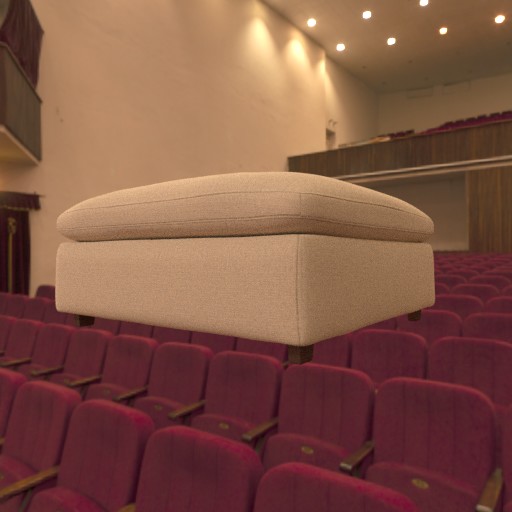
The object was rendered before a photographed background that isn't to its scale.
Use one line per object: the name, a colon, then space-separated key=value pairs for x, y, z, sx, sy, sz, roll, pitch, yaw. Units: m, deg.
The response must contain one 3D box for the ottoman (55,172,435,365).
ottoman: x=0.000 y=0.000 z=1.545 sx=0.977 sy=0.467 sz=0.996 roll=0 pitch=0 yaw=37
